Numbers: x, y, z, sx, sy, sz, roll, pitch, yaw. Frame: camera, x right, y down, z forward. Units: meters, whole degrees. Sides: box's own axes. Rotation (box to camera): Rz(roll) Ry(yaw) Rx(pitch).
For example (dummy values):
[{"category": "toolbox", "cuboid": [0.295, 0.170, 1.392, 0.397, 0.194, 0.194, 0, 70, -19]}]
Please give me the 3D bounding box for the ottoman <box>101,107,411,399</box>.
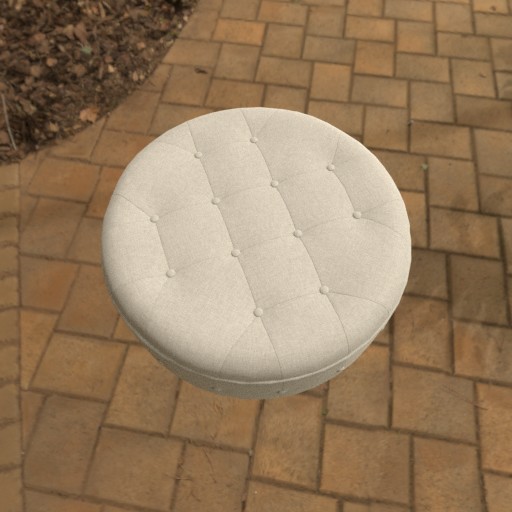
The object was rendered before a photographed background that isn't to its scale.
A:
[{"category": "ottoman", "cuboid": [0.000, 0.000, 1.371, 0.850, 0.483, 0.850, 0, 62, 0]}]
